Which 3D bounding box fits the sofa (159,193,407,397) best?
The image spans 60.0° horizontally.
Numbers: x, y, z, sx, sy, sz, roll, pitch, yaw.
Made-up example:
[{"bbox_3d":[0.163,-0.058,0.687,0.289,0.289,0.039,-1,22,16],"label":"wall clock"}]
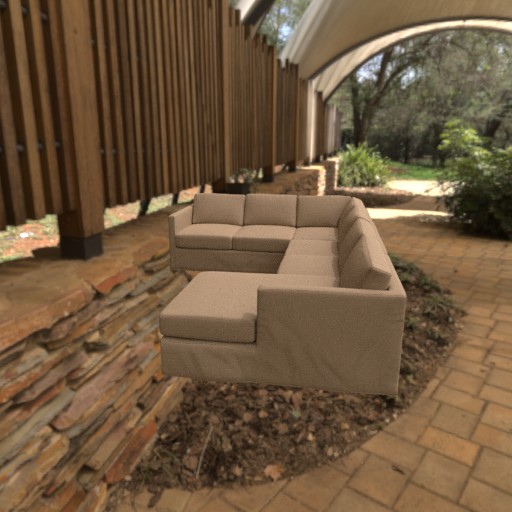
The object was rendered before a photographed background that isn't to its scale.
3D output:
[{"bbox_3d":[0.000,0.000,4.536,2.427,0.882,3.460,3,15,9],"label":"sofa"}]
